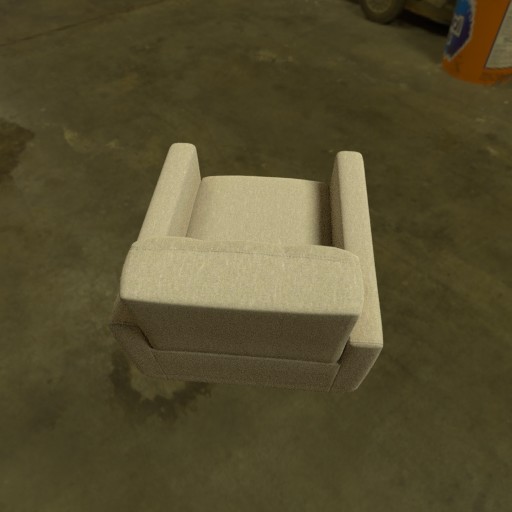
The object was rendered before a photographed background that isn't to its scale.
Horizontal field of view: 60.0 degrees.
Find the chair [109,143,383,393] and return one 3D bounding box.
[{"bbox_3d":[0.000,0.000,1.837,0.897,0.965,1.128,4,48,3],"label":"chair"}]
